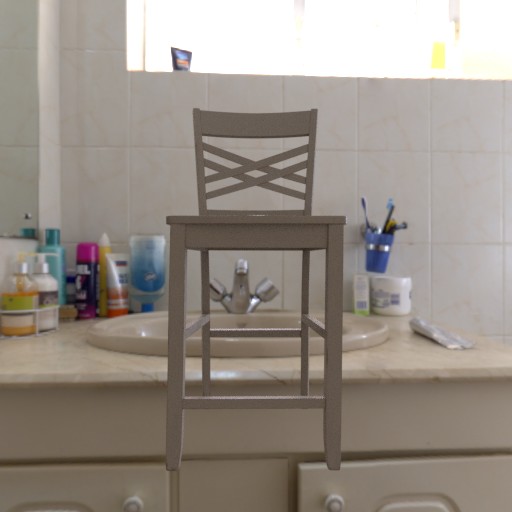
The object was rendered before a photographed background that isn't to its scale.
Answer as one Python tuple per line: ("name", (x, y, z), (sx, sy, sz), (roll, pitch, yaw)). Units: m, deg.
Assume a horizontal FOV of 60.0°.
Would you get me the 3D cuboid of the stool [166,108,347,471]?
("stool", (0.000, 0.000, 1.369), (0.462, 1.079, 0.539), (0, -1, 0))
